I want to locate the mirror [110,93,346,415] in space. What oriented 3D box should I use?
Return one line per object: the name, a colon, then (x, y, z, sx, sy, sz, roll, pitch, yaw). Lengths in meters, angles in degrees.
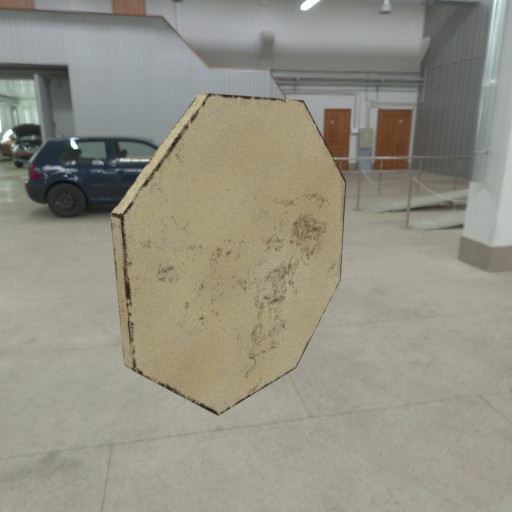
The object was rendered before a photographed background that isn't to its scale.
mirror: (0.000, 0.000, 0.959, 0.031, 0.648, 0.648, 15, 22, 41)
